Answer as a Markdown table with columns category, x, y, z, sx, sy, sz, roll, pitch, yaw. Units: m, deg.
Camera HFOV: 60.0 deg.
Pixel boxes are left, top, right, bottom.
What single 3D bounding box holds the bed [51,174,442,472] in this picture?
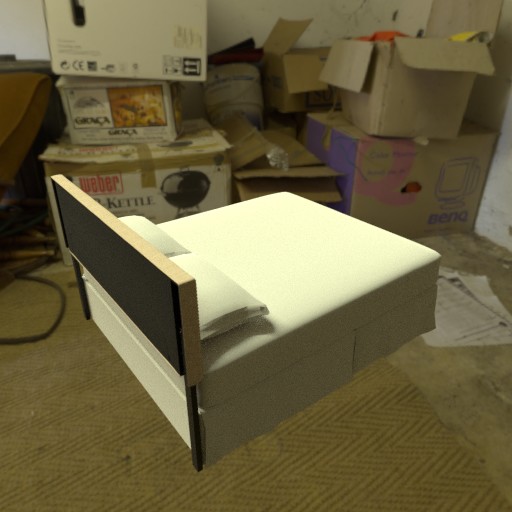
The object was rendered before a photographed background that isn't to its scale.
| category | x | y | z | sx | sy | sz | roll | pitch | yaw |
| --- | --- | --- | --- | --- | --- | --- | --- | --- | --- |
| bed | 0.000 | 0.000 | 2.820 | 1.876 | 1.016 | 1.616 | -20 | 33 | -33 |
